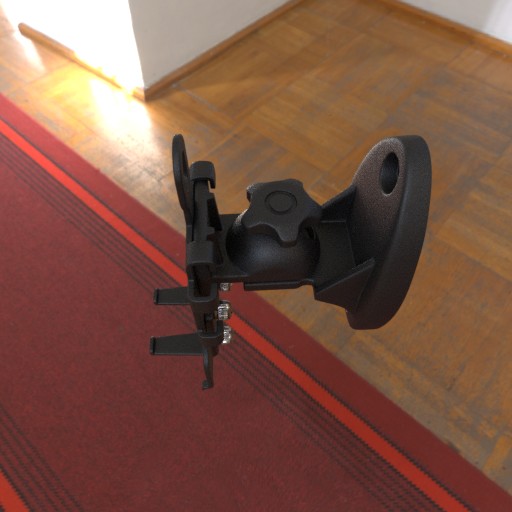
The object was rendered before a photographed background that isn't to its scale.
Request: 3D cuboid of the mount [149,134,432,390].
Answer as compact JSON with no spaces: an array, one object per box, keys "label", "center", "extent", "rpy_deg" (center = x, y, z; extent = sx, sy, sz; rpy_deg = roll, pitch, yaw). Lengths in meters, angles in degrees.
[{"label":"mount","center":[0.000,0.000,0.172],"extent":[0.100,0.118,0.066],"rpy_deg":[-3,57,-2]}]
